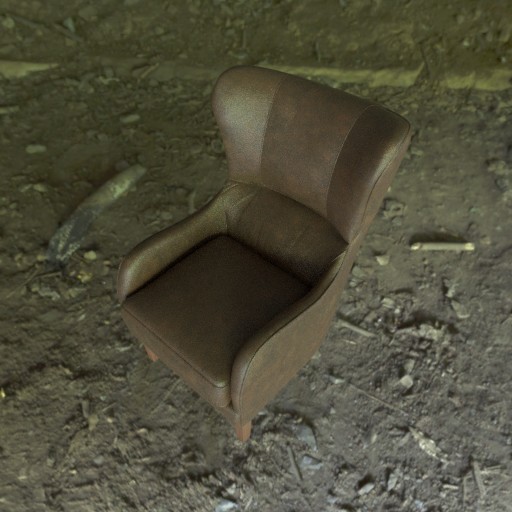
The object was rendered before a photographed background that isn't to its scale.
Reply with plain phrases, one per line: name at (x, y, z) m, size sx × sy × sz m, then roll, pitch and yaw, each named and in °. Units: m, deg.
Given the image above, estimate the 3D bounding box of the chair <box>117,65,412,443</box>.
chair at (0.000, 0.000, 1.611) m, size 0.692 × 1.048 × 0.914 m, roll 32°, pitch 54°, yaw 28°
